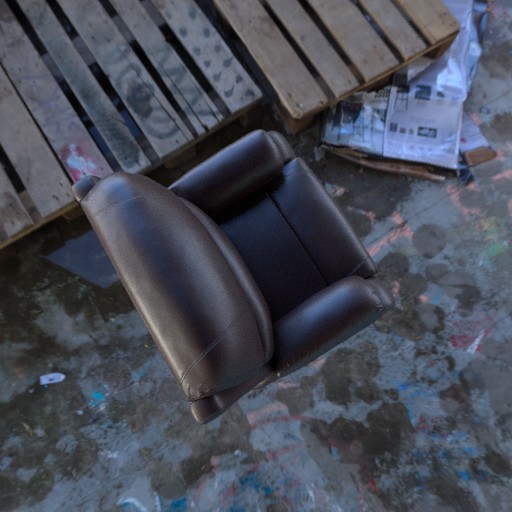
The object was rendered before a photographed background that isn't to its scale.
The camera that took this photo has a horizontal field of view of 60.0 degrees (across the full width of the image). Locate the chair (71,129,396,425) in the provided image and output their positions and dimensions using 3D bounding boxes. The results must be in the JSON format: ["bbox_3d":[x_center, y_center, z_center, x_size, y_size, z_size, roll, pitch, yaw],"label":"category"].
[{"bbox_3d":[0.000,0.000,1.784,0.899,1.011,0.930,-30,78,-7],"label":"chair"}]
